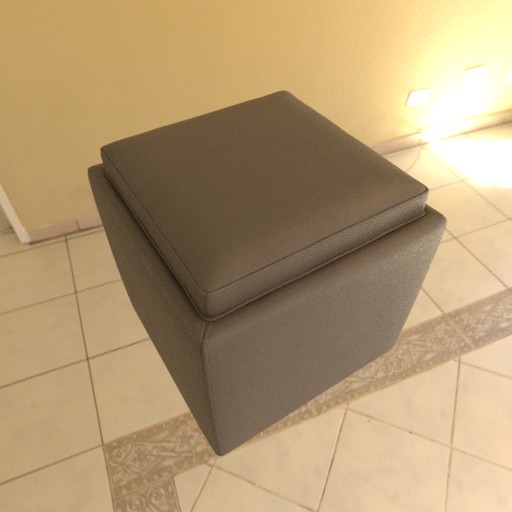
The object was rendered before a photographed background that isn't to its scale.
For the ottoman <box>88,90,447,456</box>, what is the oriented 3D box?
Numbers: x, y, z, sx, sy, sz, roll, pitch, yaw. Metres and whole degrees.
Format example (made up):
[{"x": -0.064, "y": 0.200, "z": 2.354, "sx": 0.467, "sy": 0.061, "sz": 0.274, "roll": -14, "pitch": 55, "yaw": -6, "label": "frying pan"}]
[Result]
[{"x": 0.000, "y": 0.000, "z": 0.844, "sx": 0.451, "sy": 0.460, "sz": 0.450, "roll": -25, "pitch": 51, "yaw": -22, "label": "ottoman"}]
